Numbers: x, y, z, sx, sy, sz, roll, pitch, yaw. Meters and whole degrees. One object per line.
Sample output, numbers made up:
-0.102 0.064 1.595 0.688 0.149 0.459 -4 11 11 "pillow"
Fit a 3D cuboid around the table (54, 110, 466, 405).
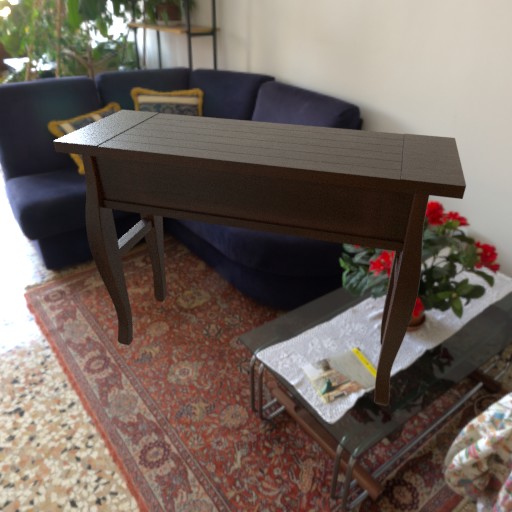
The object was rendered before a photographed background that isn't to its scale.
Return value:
0.000 0.000 1.440 1.062 0.768 0.373 9 33 14 "table"
